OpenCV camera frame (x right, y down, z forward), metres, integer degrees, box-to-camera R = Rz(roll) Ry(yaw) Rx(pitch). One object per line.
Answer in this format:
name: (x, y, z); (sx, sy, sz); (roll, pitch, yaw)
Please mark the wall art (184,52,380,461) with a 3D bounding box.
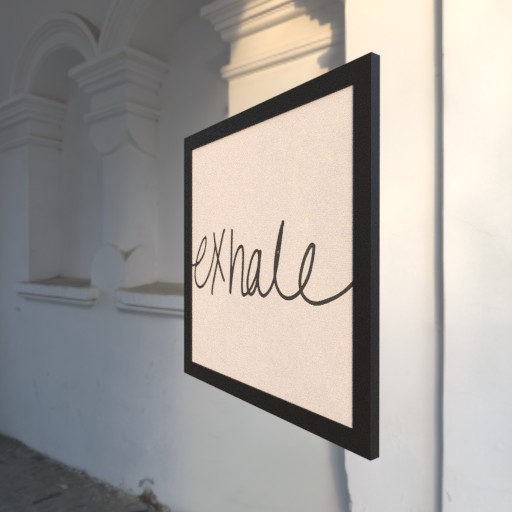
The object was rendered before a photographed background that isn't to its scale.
wall art: (0.000, 0.000, 0.534); (0.012, 0.357, 0.358); (0, 0, -36)
